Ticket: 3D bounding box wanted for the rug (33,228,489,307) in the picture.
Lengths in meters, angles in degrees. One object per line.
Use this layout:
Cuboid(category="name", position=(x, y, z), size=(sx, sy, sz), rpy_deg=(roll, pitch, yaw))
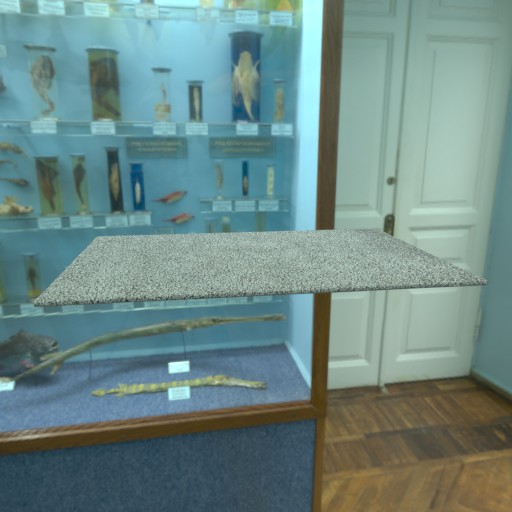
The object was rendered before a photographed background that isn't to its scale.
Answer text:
Cuboid(category="rug", position=(0.000, 0.000, 3.471), size=(2.743, 0.030, 1.778), rpy_deg=(-2, 15, -8))
